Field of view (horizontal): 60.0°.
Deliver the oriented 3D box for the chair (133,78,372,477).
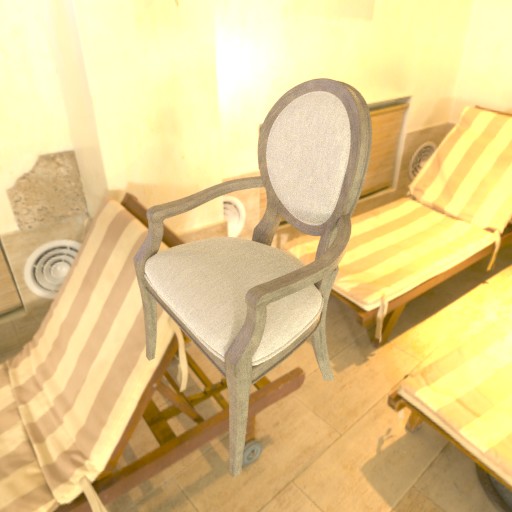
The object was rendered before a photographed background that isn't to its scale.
[{"bbox_3d":[0.000,0.000,1.388,0.602,0.991,0.611,-21,37,-30],"label":"chair"}]
